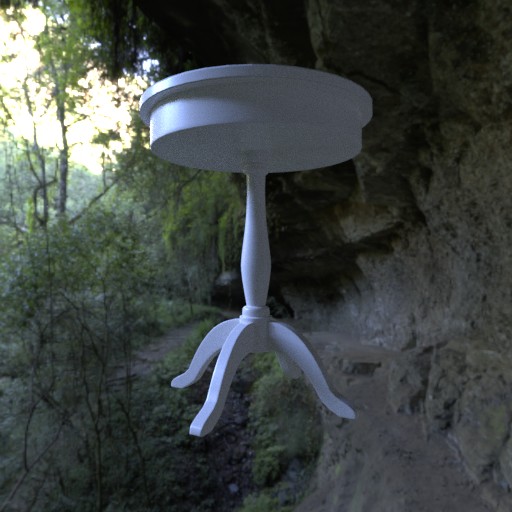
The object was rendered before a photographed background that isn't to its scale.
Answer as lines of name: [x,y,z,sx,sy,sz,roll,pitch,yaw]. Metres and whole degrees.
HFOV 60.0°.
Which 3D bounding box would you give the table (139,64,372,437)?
table: [0.000,0.000,1.007,0.513,0.653,0.513,0,0,0]
